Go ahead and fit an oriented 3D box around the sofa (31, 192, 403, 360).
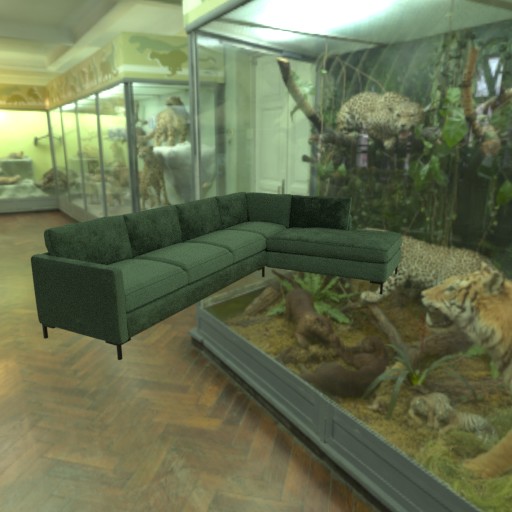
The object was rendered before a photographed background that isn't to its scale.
[{"bbox_3d":[0.000,0.000,3.276,1.707,0.687,2.486,7,16,27],"label":"sofa"}]
